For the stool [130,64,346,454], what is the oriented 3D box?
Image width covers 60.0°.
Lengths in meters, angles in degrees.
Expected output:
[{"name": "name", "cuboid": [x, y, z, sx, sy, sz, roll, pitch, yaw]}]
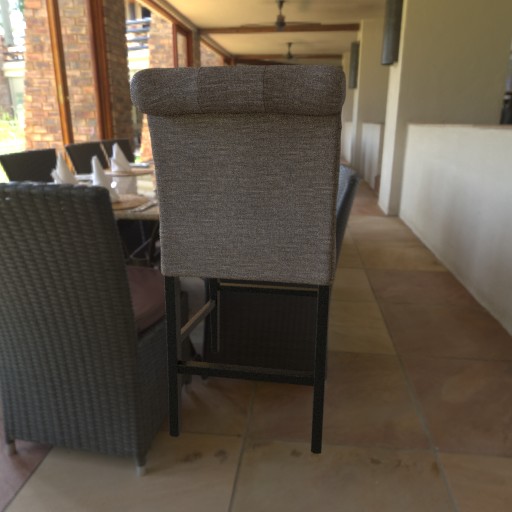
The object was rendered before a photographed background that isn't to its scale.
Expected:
[{"name": "stool", "cuboid": [0.000, 0.000, 1.291, 0.457, 0.970, 0.611, 3, 17, 9]}]
